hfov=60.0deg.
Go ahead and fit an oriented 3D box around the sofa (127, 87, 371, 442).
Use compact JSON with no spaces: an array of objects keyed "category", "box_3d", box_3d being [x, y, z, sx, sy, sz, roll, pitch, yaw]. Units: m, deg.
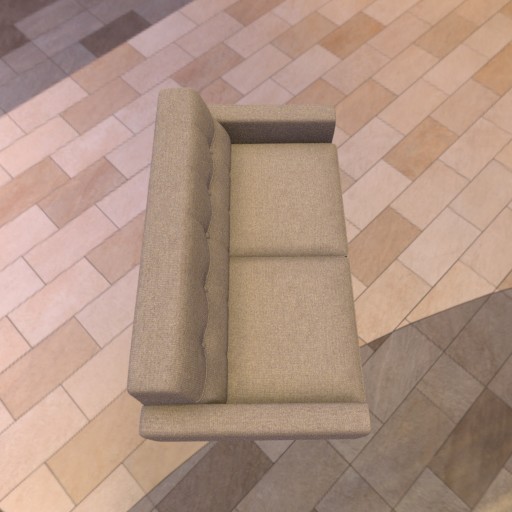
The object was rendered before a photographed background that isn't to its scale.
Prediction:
[{"category":"sofa","box_3d":[0.000,0.000,2.134,0.909,0.841,1.631,-1,65,0]}]
